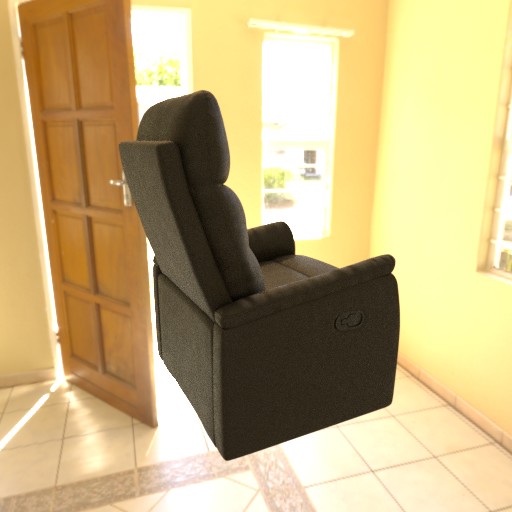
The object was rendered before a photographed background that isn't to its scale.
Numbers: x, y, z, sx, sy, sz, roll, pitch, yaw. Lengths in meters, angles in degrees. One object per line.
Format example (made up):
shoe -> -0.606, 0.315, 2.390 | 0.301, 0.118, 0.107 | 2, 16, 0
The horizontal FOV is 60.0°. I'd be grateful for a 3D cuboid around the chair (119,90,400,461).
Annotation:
chair -> 0.000, 0.000, 1.627 | 0.831, 1.082, 0.775 | -7, 16, -26
